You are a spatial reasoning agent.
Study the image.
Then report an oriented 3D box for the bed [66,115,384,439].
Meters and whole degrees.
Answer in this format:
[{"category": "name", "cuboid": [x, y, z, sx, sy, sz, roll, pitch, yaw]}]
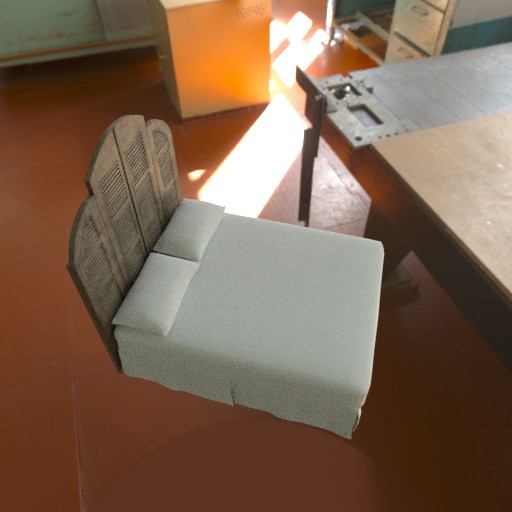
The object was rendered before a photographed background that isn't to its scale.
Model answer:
[{"category": "bed", "cuboid": [0.000, 0.000, 3.552, 2.138, 2.019, 1.713, 11, 49, 10]}]
